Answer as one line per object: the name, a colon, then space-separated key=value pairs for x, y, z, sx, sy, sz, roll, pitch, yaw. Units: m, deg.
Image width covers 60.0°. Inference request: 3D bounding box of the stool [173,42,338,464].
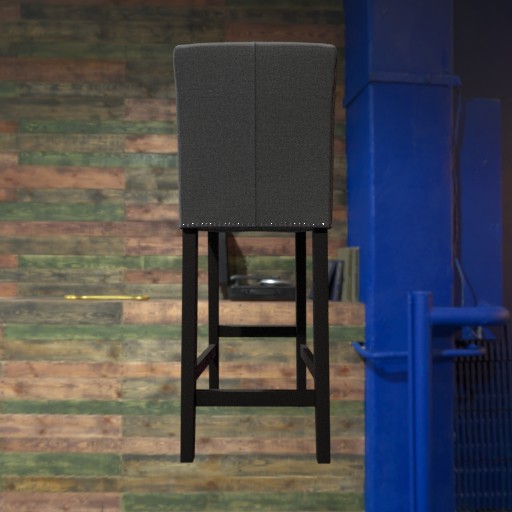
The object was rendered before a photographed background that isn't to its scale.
stool: x=0.000 y=0.000 z=1.328 sx=0.411 sy=1.047 sz=0.548 roll=0 pitch=-2 yaw=0
